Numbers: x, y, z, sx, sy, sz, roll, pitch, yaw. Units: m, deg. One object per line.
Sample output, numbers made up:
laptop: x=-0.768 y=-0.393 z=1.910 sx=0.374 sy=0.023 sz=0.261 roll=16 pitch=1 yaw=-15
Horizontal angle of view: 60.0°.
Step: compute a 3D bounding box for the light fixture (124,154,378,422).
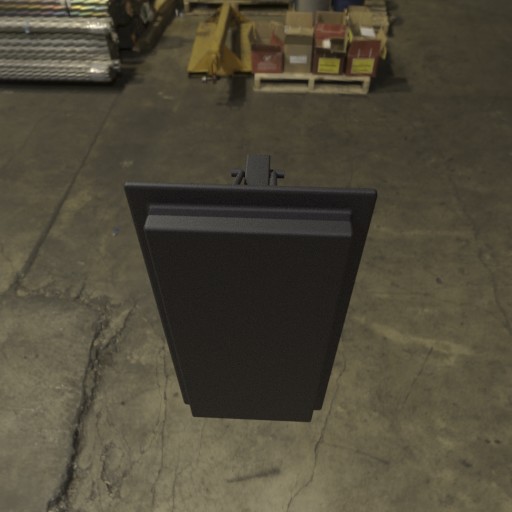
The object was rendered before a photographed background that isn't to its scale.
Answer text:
light fixture: x=0.000 y=0.000 z=0.419 sx=0.170 sy=0.298 sz=0.207 roll=2 pitch=48 yaw=2
